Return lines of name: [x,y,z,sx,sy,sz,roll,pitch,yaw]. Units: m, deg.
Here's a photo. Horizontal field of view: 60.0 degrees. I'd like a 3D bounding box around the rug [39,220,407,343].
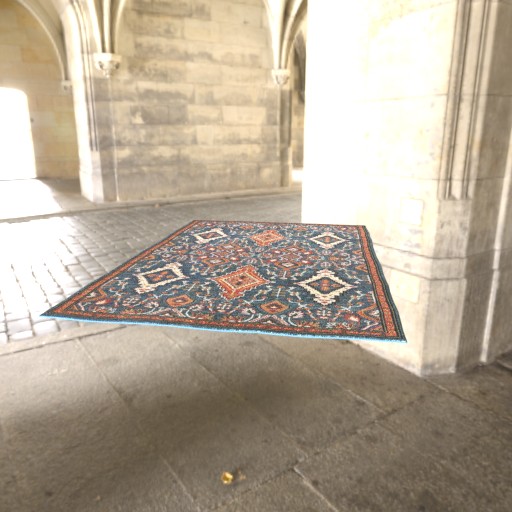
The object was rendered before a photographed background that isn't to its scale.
rug: [0.000,0.000,2.990,1.622,0.009,2.373,3,16,9]
